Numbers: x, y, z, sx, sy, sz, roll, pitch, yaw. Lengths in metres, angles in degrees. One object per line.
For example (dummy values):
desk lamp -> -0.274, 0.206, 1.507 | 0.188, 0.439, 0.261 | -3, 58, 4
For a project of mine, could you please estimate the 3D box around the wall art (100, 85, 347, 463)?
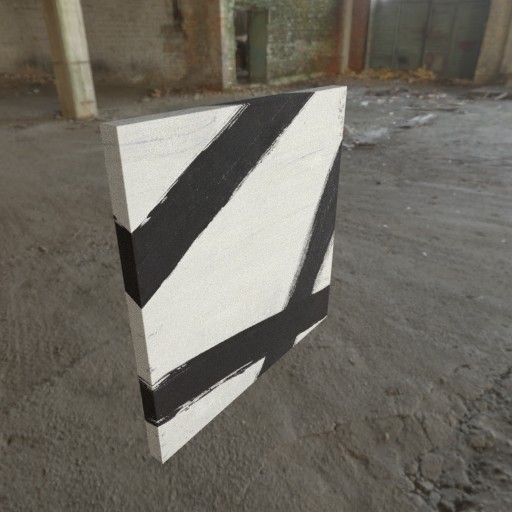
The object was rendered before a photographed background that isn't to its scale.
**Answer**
wall art -> 0.000, 0.000, 1.141 | 0.046, 0.765, 0.765 | 19, 32, 33
